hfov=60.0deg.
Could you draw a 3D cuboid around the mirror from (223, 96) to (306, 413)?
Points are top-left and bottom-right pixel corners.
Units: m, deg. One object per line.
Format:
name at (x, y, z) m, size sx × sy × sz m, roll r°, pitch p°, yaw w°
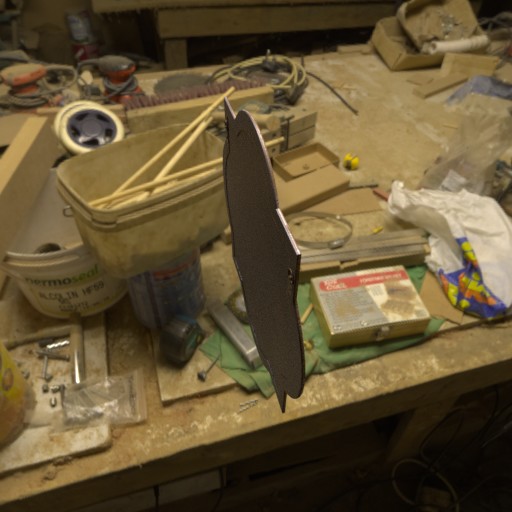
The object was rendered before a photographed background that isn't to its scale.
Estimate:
mirror at (0.000, 0.000, 1.064) m, size 0.019 × 0.686 × 0.686 m, roll -11°, pitch 46°, yaw -10°
